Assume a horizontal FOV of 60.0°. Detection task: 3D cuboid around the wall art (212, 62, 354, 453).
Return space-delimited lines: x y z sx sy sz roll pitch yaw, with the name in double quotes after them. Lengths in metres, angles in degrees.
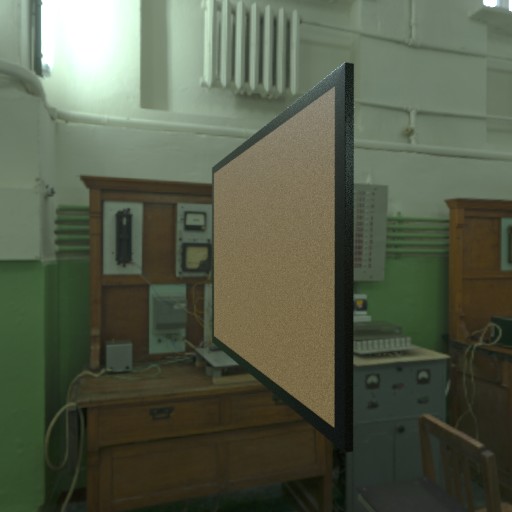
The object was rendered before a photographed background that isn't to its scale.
0.000 0.000 1.015 0.015 0.552 0.819 0 0 -19 "wall art"
